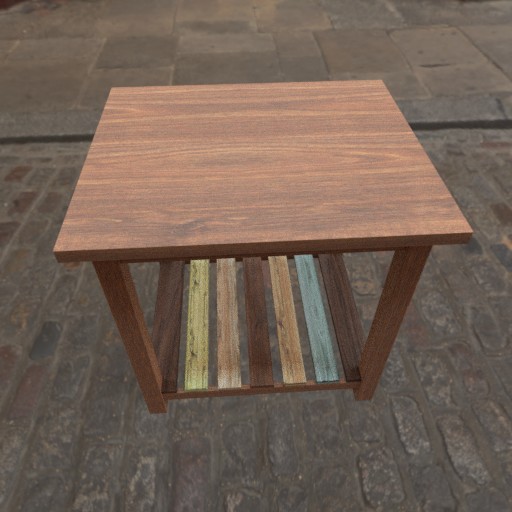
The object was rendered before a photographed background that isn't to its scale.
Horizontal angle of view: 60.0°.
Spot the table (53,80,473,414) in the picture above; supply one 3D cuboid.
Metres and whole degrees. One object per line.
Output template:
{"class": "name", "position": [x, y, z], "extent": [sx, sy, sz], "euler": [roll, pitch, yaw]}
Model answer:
{"class": "table", "position": [0.000, 0.000, 1.115], "extent": [0.660, 0.635, 0.559], "euler": [-3, 46, -3]}
